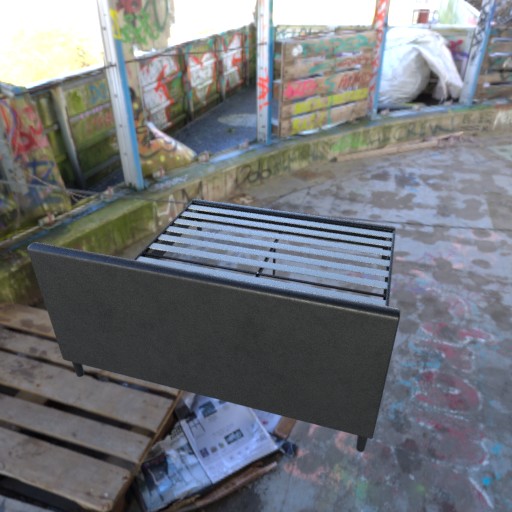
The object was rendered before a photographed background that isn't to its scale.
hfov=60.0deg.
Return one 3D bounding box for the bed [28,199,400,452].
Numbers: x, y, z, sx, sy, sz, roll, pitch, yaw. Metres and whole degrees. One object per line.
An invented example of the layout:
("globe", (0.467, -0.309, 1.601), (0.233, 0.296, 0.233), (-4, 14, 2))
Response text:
("bed", (0.000, 0.000, 3.366), (2.018, 1.046, 2.152), (9, 34, 14))
